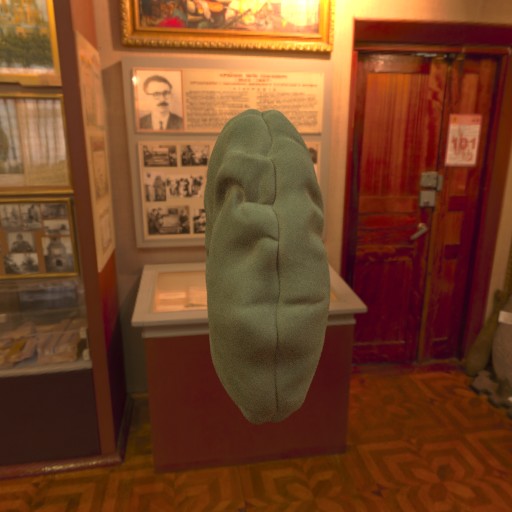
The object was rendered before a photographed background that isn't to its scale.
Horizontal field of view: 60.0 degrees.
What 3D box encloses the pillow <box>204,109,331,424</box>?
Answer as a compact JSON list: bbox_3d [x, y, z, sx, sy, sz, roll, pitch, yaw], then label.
[{"bbox_3d":[0.000,0.000,0.646,0.148,0.407,0.428,-2,15,-7],"label":"pillow"}]
